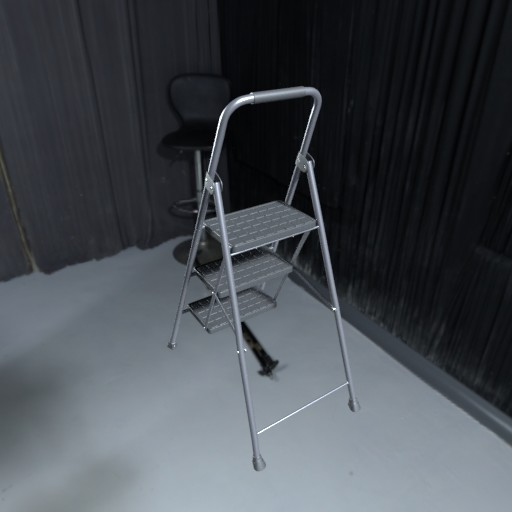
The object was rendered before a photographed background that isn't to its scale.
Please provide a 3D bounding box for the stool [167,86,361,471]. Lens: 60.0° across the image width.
[{"bbox_3d":[0.000,0.000,1.524,0.473,1.121,0.733,-19,35,-28],"label":"stool"}]
